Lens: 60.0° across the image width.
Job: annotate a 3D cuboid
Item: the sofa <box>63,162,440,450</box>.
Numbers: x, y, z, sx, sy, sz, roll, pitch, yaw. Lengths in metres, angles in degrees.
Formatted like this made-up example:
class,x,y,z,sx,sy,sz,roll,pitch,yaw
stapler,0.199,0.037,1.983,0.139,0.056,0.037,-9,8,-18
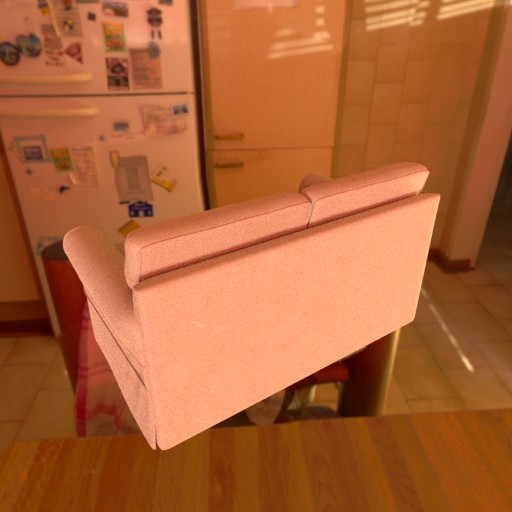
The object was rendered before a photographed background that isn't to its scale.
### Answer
class,x,y,z,sx,sy,sz,roll,pitch,yaw
sofa,0.000,0.000,2.376,1.727,0.940,0.991,-18,33,-30
